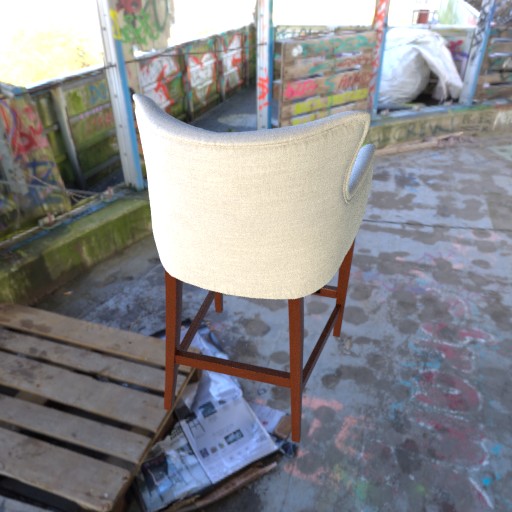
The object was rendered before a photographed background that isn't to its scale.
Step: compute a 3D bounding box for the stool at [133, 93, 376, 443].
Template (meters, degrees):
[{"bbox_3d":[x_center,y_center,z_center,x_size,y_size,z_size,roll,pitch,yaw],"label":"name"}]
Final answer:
[{"bbox_3d":[0.000,0.000,1.380,0.615,0.987,0.637,9,34,14],"label":"stool"}]
